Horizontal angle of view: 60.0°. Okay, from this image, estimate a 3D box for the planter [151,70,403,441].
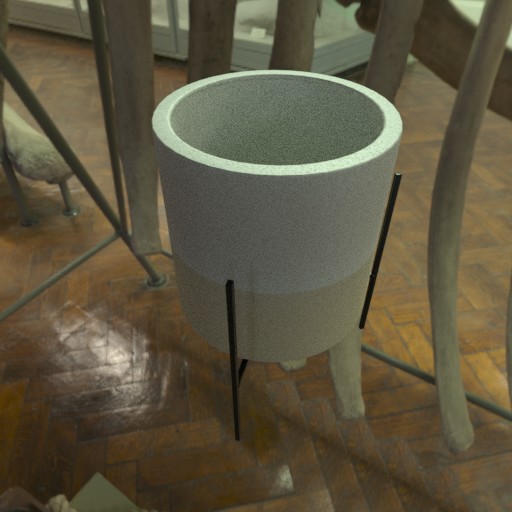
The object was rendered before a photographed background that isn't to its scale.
[{"bbox_3d":[0.000,0.000,0.539,0.267,0.362,0.263,24,47,25],"label":"planter"}]
